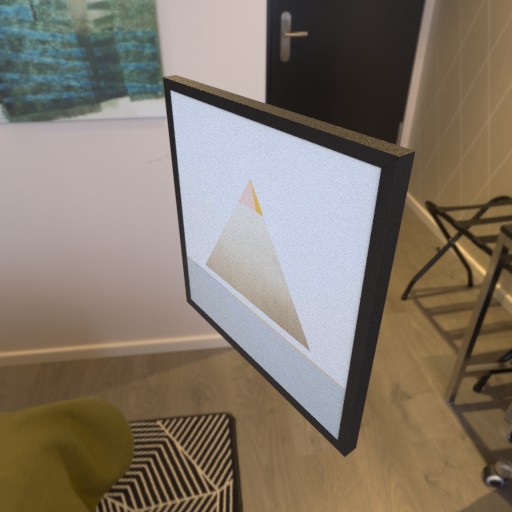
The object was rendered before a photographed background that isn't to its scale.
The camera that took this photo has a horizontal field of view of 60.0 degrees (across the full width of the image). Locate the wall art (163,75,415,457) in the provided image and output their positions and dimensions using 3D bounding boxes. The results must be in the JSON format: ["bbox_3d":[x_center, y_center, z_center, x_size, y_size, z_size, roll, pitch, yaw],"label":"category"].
[{"bbox_3d":[0.000,0.000,1.148,0.042,0.766,0.769,-22,39,-31],"label":"wall art"}]
